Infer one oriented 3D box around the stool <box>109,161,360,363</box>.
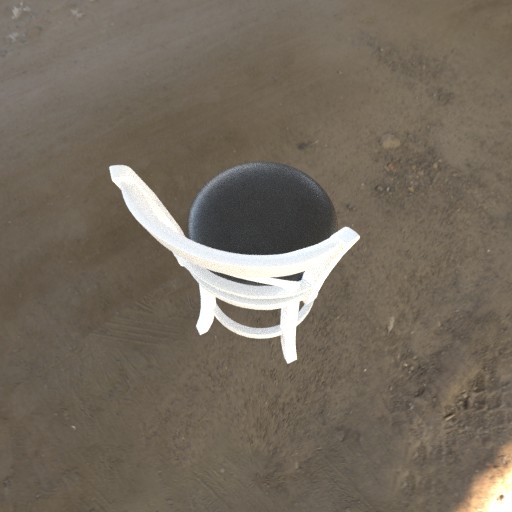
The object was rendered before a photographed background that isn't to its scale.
[{"bbox_3d":[0.000,0.000,1.225,0.444,0.953,0.508,16,64,8],"label":"stool"}]
